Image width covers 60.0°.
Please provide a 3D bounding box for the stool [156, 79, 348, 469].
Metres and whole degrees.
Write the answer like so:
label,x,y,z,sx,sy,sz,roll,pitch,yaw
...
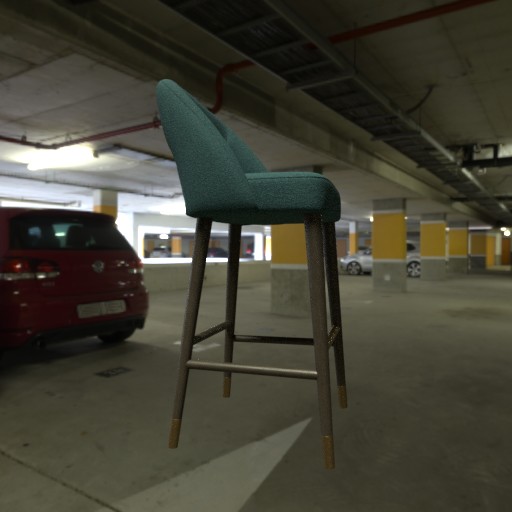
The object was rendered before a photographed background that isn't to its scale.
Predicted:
label,x,y,z,sx,sy,sz,roll,pitch,yaw
stool,0.000,0.000,1.357,0.522,1.032,0.536,0,1,16
